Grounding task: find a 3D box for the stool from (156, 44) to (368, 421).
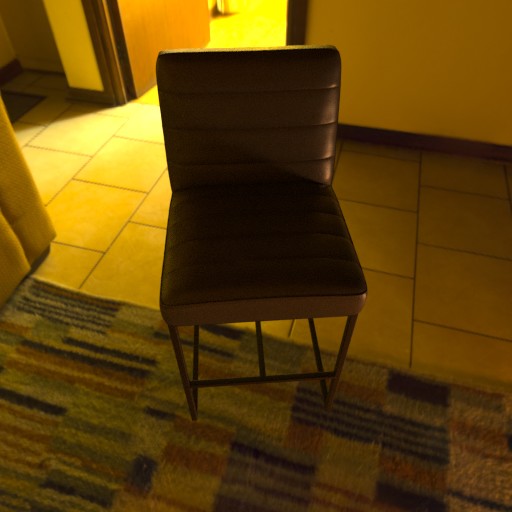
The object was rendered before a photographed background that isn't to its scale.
[{"bbox_3d":[0.000,0.000,1.231,0.457,0.938,0.552,-3,46,-3],"label":"stool"}]
